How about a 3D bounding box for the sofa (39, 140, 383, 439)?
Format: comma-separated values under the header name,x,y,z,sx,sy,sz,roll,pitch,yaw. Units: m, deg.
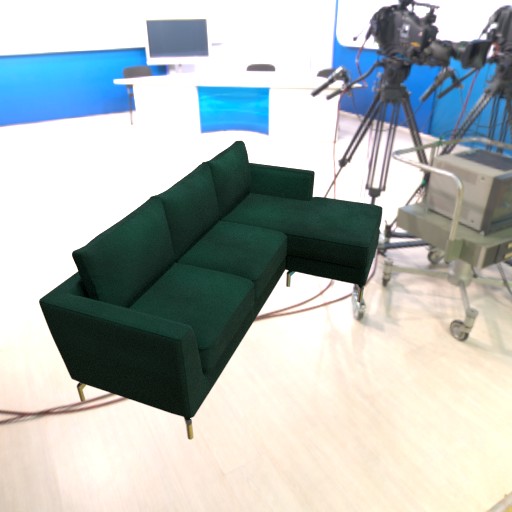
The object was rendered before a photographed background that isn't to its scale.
name,x,y,z,sx,sy,sz,roll,pitch,yaw
sofa,0.000,0.000,3.152,1.489,1.007,2.441,11,32,18
